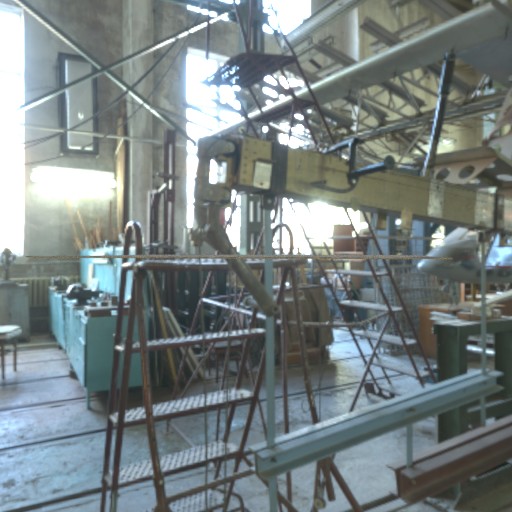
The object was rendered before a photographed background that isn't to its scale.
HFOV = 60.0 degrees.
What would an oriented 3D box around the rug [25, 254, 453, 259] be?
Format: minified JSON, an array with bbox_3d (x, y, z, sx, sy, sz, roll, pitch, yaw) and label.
[{"bbox_3d":[0.000,0.000,4.311,3.205,0.015,2.437,0,1,16],"label":"rug"}]
